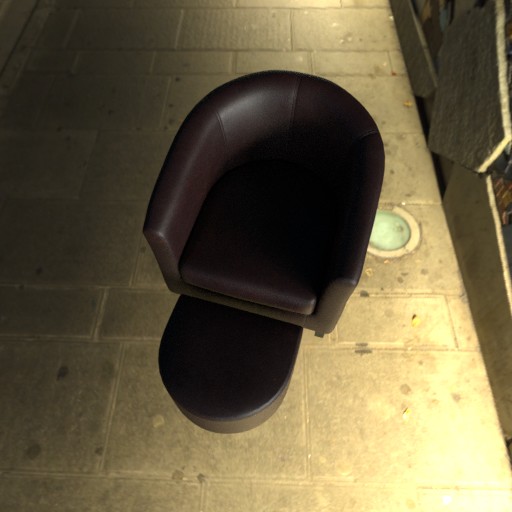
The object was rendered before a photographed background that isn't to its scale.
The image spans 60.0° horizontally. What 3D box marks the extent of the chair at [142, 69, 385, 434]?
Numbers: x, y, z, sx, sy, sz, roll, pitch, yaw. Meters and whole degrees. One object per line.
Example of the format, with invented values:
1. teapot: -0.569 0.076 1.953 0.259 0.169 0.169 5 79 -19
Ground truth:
1. chair: 0.000 0.000 1.629 0.737 0.755 1.176 14 60 8
